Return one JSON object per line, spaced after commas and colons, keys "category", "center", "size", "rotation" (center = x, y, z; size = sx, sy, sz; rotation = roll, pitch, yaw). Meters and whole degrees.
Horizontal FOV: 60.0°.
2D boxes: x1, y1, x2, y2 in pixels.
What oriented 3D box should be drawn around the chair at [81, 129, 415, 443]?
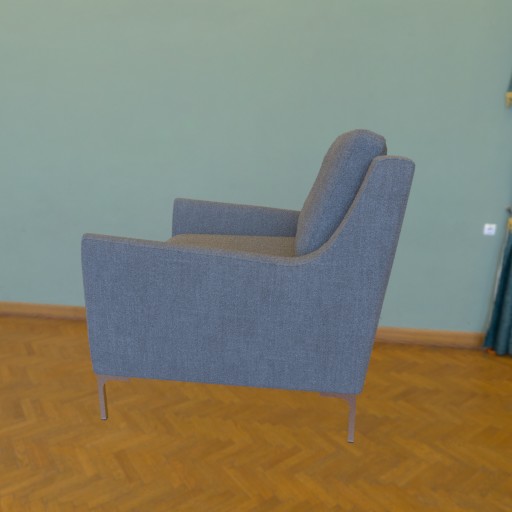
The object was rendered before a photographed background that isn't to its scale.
{"category": "chair", "center": [0.000, 0.000, 1.529], "size": [0.849, 0.828, 0.847], "rotation": [2, 15, 8]}
